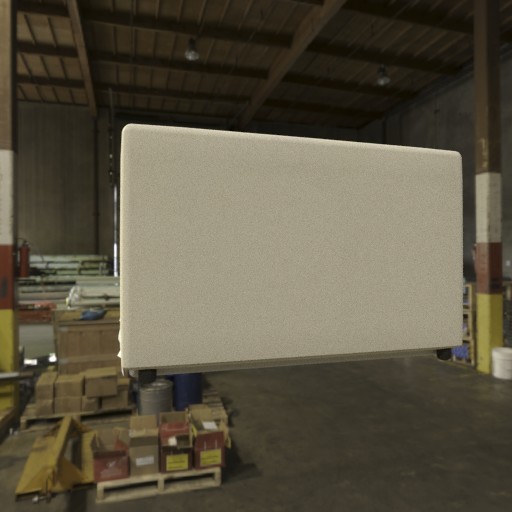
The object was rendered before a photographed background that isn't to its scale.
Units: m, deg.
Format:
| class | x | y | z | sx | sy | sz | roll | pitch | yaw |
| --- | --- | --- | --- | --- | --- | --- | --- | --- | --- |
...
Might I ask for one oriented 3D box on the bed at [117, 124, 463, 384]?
| class | x | y | z | sx | sy | sz | roll | pitch | yaw |
| --- | --- | --- | --- | --- | --- | --- | --- | --- | --- |
| bed | 0.000 | 0.000 | 3.573 | 2.119 | 1.317 | 2.341 | 0 | 0 | -17 |
